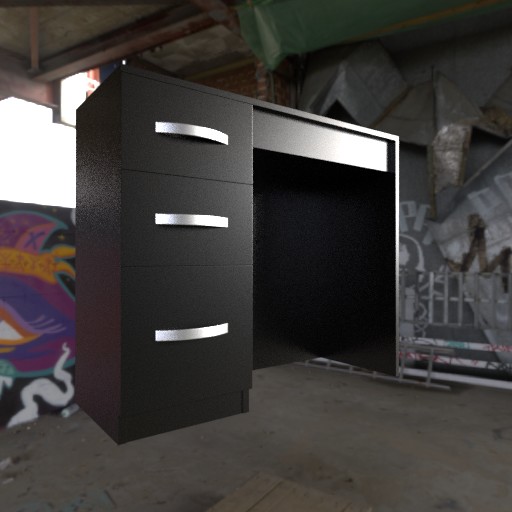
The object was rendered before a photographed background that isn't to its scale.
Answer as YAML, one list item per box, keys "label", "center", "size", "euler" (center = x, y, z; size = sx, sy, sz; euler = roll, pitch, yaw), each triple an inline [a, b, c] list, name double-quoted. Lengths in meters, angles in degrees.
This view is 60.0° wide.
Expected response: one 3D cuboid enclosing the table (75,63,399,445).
- label: "table"
  center: [0.000, 0.000, 1.318]
  size: [0.930, 0.790, 0.380]
  euler: [0, 0, -36]
